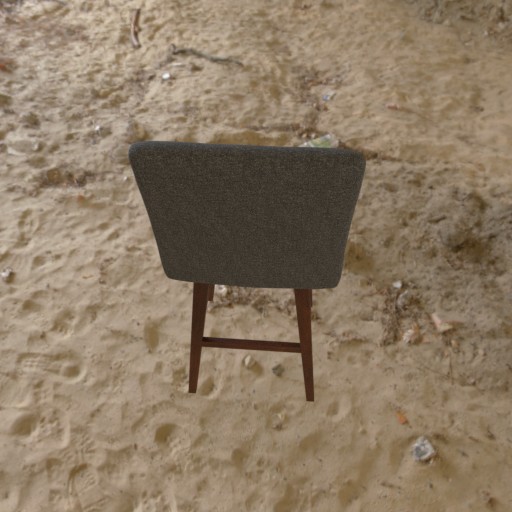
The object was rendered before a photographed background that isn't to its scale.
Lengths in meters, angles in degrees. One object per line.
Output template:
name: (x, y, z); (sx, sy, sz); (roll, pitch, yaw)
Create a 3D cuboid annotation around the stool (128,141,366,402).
stool: (0.000, 0.000, 1.357); (0.489, 1.068, 0.572); (3, 46, 3)
